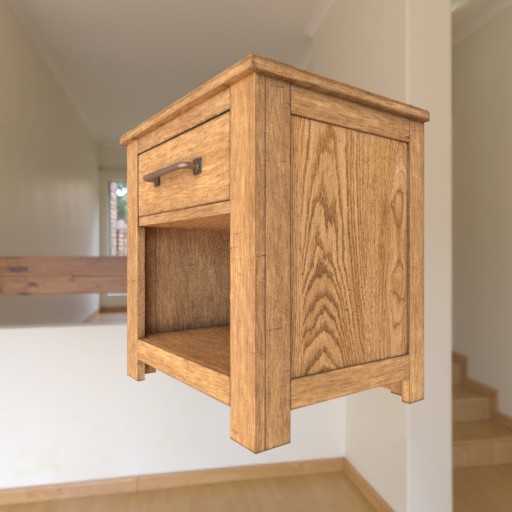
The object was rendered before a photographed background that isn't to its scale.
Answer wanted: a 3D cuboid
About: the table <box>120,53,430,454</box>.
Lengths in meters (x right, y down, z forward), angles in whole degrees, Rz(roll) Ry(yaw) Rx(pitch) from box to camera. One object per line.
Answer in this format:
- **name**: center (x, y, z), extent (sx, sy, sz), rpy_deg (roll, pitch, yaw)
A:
- **table**: center (0.000, 0.000, 1.054), extent (0.494, 0.625, 0.601), rpy_deg (0, 0, -36)
